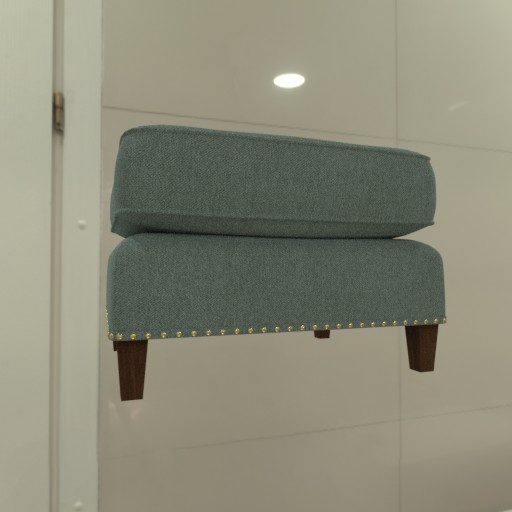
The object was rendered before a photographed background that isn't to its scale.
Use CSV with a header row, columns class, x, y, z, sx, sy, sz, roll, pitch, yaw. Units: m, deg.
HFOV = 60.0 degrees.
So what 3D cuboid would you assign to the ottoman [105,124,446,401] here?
class,x,y,z,sx,sy,sz,roll,pitch,yaw
ottoman,0.000,0.000,1.153,0.738,0.537,0.589,0,-1,-19
